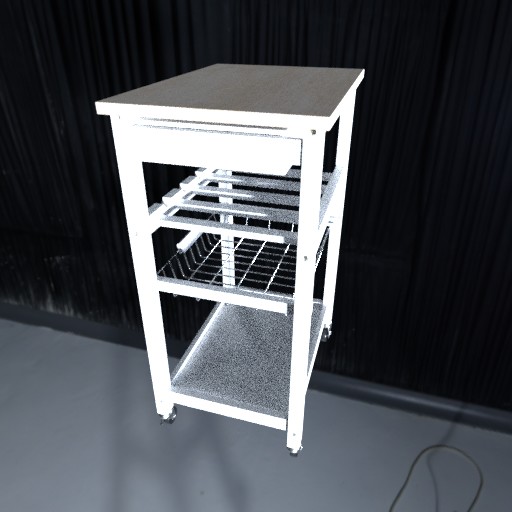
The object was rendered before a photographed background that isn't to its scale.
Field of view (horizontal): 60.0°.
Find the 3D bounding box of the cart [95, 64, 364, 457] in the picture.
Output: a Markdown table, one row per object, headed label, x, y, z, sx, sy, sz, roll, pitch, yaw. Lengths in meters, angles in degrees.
| label | x | y | z | sx | sy | sz | roll | pitch | yaw |
| --- | --- | --- | --- | --- | --- | --- | --- | --- | --- |
| cart | 0.000 | 0.000 | 1.162 | 0.406 | 0.857 | 0.578 | 9 | 31 | 15 |
